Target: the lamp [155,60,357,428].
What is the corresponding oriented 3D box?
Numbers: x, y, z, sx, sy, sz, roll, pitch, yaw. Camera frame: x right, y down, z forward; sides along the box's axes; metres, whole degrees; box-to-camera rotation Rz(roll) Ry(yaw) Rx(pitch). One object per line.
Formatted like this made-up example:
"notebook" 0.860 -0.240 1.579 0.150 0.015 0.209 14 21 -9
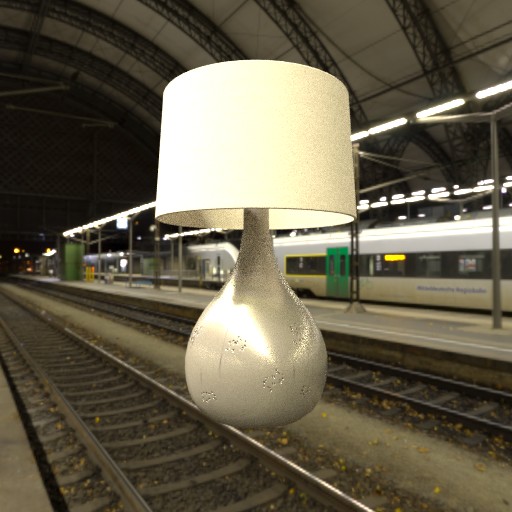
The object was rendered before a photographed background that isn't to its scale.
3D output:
"lamp" 0.000 0.000 0.743 0.330 0.521 0.330 0 -1 0
